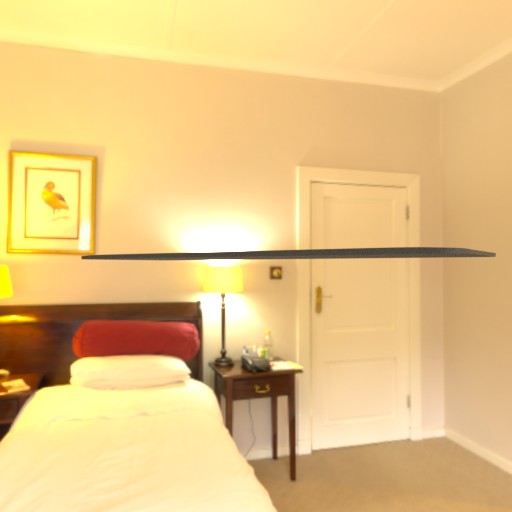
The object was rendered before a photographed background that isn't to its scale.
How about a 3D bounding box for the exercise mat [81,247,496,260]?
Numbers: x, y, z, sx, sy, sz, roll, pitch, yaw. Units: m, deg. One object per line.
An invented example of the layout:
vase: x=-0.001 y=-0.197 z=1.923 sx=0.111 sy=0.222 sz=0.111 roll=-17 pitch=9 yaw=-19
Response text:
exercise mat: x=0.000 y=0.000 z=2.006 sx=1.869 sy=0.021 sz=0.616 roll=-1 pitch=-2 yaw=36
